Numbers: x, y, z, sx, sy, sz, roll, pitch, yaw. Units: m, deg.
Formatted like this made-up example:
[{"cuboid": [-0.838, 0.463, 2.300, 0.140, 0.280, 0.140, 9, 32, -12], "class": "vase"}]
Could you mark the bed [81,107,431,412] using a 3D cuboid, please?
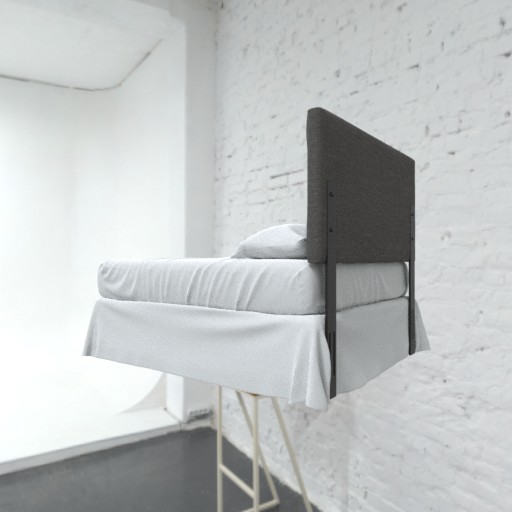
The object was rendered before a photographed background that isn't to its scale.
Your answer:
[{"cuboid": [0.000, 0.000, 3.585, 2.222, 1.577, 1.936, 0, 0, 37], "class": "bed"}]
